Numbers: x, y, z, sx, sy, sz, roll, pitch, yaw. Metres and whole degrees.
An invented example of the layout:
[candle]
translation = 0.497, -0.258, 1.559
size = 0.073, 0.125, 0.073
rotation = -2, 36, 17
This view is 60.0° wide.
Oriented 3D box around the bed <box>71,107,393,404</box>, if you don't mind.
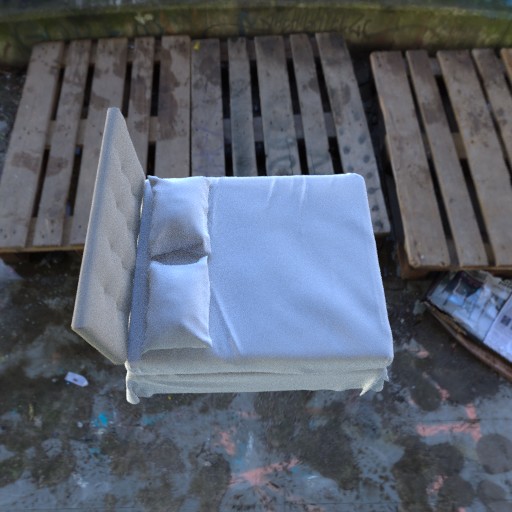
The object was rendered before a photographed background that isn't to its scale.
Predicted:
[bed]
translation = 0.000, 0.000, 3.465
size = 2.222, 1.577, 1.936
rotation = -1, 63, -1
